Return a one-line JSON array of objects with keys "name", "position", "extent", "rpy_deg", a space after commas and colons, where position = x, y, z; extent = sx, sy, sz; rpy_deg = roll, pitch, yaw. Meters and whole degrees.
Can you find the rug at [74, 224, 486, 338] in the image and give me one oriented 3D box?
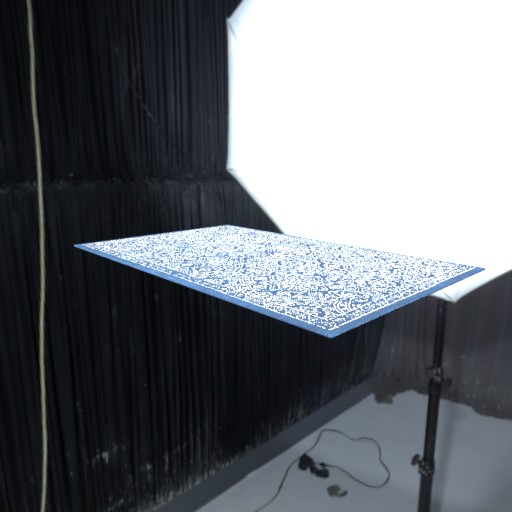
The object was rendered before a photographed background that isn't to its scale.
[{"name": "rug", "position": [0.000, 0.000, 3.035], "extent": [1.526, 0.015, 2.441], "rpy_deg": [-12, 17, -42]}]
